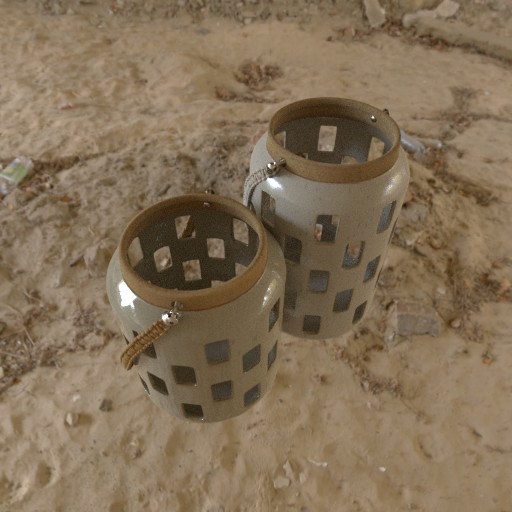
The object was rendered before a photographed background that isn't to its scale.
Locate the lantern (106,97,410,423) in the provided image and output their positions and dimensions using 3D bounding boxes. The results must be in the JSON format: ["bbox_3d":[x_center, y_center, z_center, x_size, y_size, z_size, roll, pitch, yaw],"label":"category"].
[{"bbox_3d":[0.000,0.000,0.487,0.347,0.255,0.184,-30,53,-25],"label":"lantern"}]
